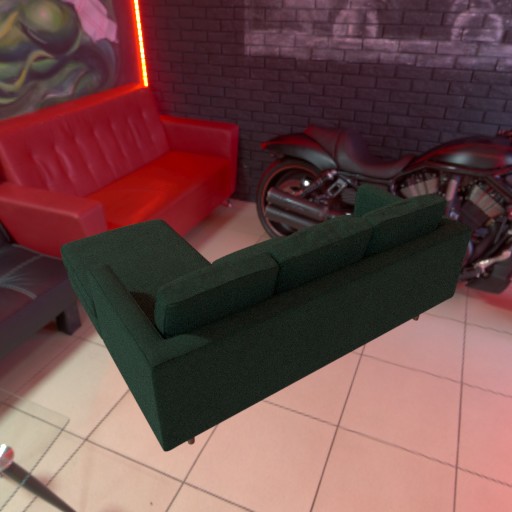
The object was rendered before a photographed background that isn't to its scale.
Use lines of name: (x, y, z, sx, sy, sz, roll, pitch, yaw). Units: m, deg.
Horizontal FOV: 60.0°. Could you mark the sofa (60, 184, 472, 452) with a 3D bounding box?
sofa: (0.000, 0.000, 2.803, 2.030, 0.899, 1.580, -19, 36, -29)
